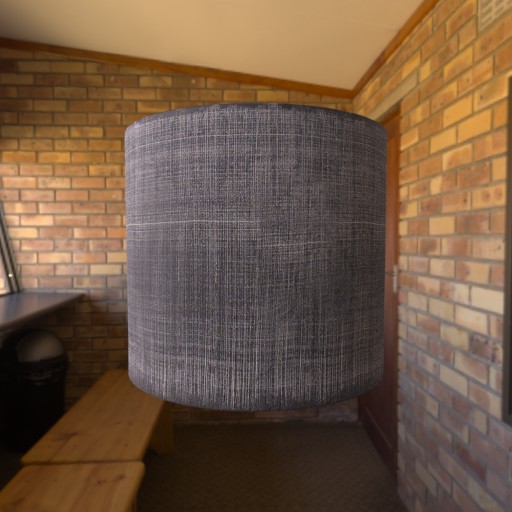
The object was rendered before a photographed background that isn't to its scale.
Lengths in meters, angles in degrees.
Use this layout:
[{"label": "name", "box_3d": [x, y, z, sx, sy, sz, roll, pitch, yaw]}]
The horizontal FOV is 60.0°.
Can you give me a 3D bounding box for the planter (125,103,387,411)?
[{"label": "planter", "box_3d": [0.000, 0.000, 0.393, 0.221, 0.201, 0.221, 0, 2, 0]}]
